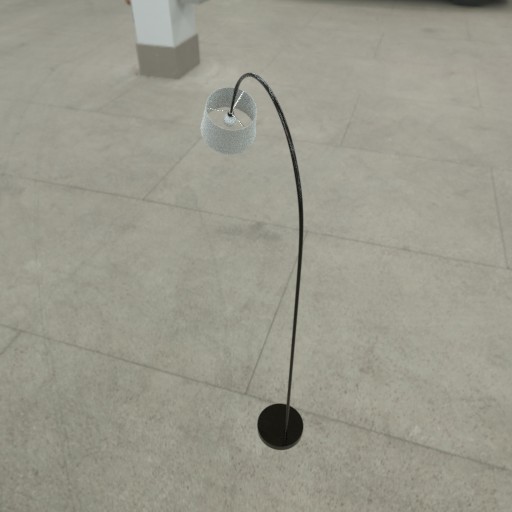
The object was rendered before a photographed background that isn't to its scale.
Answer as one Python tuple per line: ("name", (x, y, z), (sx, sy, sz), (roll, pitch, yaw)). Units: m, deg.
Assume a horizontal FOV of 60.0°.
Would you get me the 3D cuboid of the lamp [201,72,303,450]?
("lamp", (0.000, 0.000, 2.612), (0.331, 2.104, 1.363), (-12, 42, -13))
